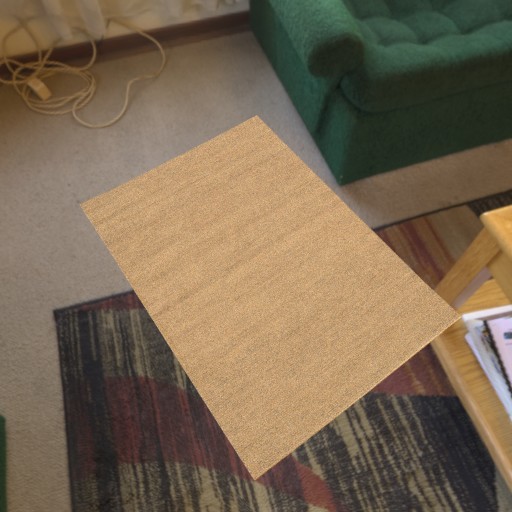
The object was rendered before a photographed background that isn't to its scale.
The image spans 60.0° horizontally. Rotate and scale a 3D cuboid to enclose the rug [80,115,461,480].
[{"bbox_3d":[0.000,0.000,3.060,1.624,0.030,2.264,-31,64,-17],"label":"rug"}]
